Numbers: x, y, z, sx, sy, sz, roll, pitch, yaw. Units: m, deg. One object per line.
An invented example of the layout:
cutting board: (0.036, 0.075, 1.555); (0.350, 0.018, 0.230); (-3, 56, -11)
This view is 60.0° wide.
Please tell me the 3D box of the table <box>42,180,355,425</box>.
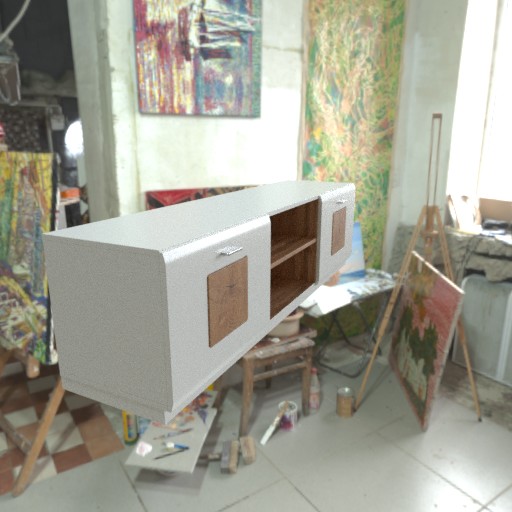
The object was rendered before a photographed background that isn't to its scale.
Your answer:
table: (0.000, 0.000, 1.733); (0.400, 0.440, 1.550); (8, 17, 26)
